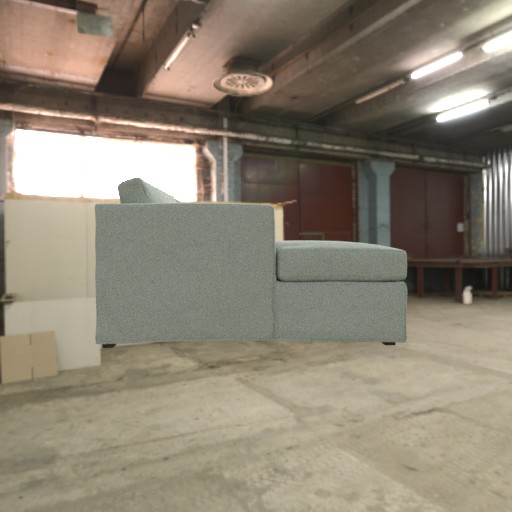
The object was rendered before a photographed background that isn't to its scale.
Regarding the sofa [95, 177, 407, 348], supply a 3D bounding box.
[{"bbox_3d":[0.000,0.000,3.825,1.650,0.922,3.205,0,1,0],"label":"sofa"}]
